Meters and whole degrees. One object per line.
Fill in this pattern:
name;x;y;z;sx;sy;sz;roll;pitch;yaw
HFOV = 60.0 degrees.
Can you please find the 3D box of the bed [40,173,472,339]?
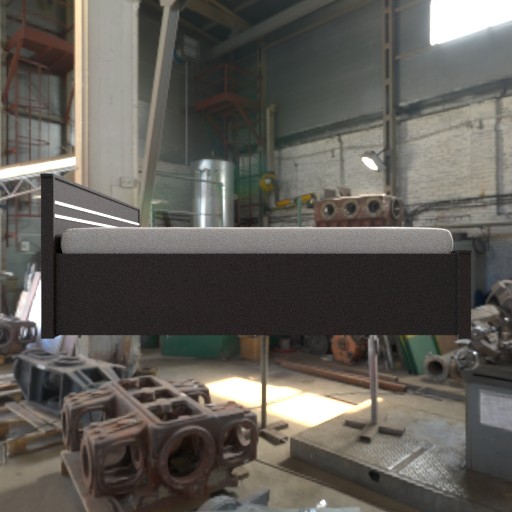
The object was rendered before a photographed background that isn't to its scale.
bed;0.000;0.000;2.977;2.103;0.808;1.634;0;0;0
